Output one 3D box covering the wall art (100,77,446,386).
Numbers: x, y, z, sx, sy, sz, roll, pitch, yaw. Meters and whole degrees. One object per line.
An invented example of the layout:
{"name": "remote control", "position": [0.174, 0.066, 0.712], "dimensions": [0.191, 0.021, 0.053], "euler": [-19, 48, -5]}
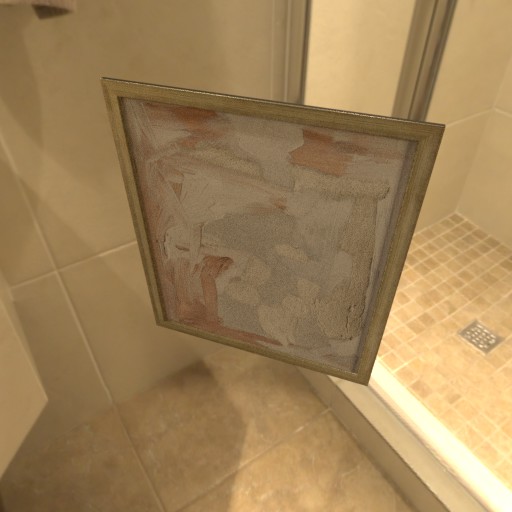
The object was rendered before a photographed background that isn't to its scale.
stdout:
{"name": "wall art", "position": [0.000, 0.000, 0.777], "dimensions": [0.483, 0.559, 0.009], "euler": [13, 43, 14]}
